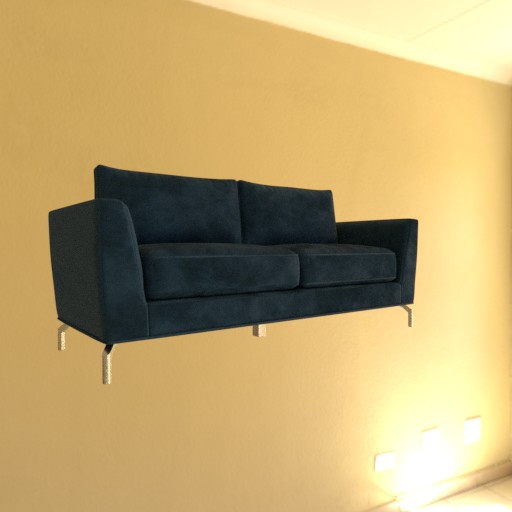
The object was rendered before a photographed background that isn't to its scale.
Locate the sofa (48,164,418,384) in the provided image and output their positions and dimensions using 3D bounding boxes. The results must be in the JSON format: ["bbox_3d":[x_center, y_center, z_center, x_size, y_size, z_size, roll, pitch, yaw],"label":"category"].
[{"bbox_3d":[0.000,0.000,2.742,2.212,0.998,0.853,-1,2,-37],"label":"sofa"}]
